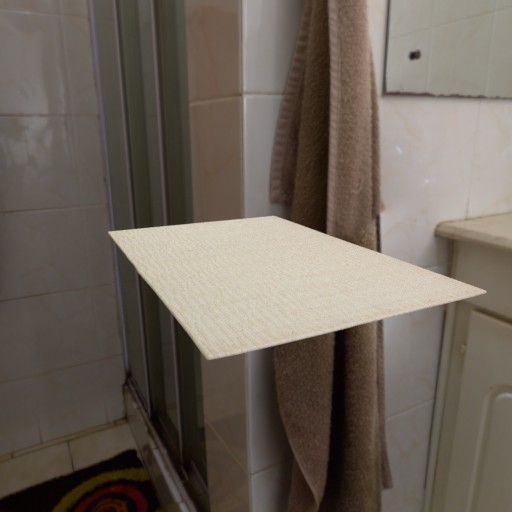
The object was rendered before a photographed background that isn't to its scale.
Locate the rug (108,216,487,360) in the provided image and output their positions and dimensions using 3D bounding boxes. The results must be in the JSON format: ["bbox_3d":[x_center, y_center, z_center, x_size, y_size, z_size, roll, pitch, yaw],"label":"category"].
[{"bbox_3d":[0.000,0.000,2.350,1.238,0.014,1.848,-8,18,-25],"label":"rug"}]
